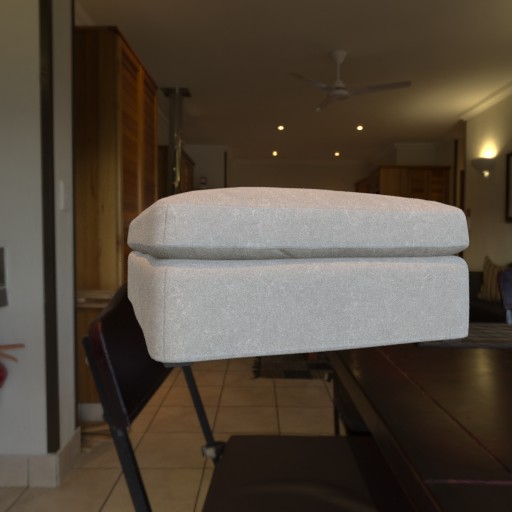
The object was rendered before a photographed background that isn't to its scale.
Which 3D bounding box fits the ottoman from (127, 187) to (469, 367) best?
[{"bbox_3d":[0.000,0.000,1.583,0.840,0.429,1.199,-1,2,-19],"label":"ottoman"}]
